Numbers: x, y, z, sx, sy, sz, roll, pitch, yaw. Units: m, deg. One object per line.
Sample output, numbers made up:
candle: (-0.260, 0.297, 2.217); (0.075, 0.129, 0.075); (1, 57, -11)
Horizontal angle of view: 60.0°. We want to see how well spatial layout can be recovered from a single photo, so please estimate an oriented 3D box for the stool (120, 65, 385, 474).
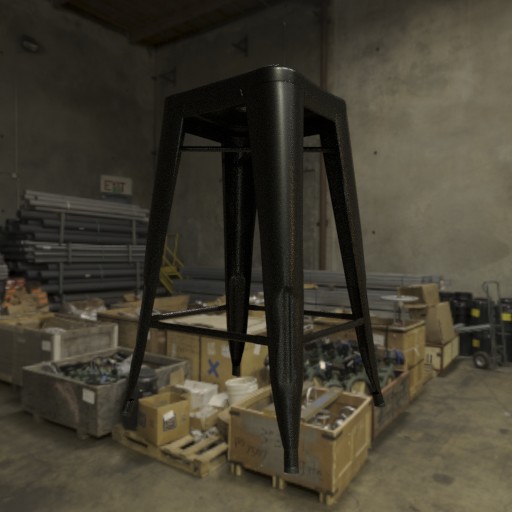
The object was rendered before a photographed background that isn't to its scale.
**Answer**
stool: (0.000, 0.000, 0.871); (0.399, 0.609, 0.359); (0, 1, 36)
